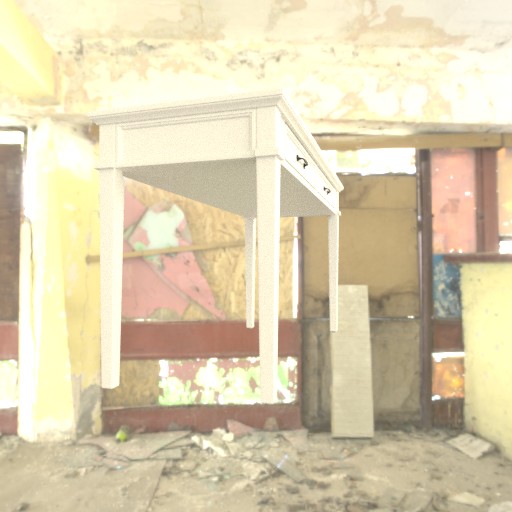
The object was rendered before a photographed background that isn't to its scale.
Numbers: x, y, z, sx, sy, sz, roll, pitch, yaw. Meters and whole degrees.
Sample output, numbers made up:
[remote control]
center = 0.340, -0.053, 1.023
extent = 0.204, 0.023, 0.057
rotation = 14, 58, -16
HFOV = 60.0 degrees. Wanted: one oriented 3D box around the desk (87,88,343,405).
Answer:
[desk]
center = 0.000, 0.000, 1.793
extent = 0.559, 0.774, 1.372
rotation = 0, -1, 17
